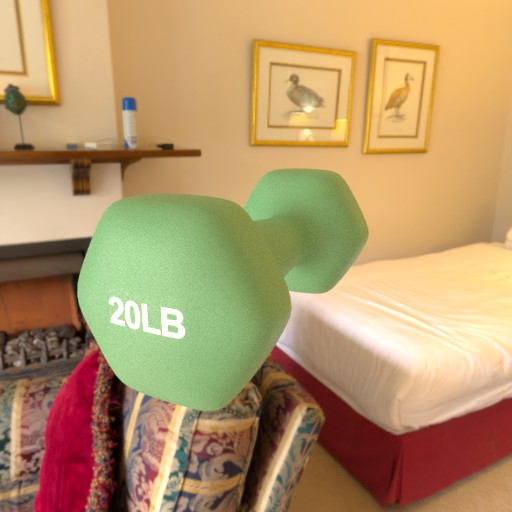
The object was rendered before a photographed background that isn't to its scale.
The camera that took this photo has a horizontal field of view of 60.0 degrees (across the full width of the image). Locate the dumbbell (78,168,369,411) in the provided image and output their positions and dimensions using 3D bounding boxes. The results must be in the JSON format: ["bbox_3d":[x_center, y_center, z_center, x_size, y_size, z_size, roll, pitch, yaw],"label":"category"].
[{"bbox_3d":[0.000,0.000,0.330,0.126,0.114,0.257,7,17,25],"label":"dumbbell"}]
